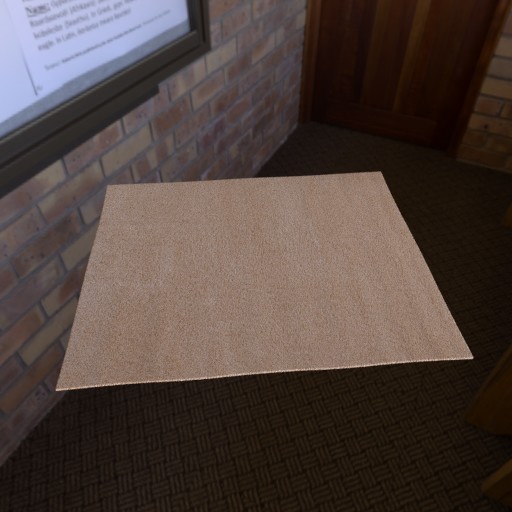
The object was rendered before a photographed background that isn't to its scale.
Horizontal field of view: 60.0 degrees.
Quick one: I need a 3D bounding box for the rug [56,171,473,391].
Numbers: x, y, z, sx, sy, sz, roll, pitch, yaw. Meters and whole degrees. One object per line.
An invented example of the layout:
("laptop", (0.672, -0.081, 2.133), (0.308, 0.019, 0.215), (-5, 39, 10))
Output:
("rug", (0.000, 0.000, 4.018), (3.000, 0.025, 2.400), (-3, 45, -3))
